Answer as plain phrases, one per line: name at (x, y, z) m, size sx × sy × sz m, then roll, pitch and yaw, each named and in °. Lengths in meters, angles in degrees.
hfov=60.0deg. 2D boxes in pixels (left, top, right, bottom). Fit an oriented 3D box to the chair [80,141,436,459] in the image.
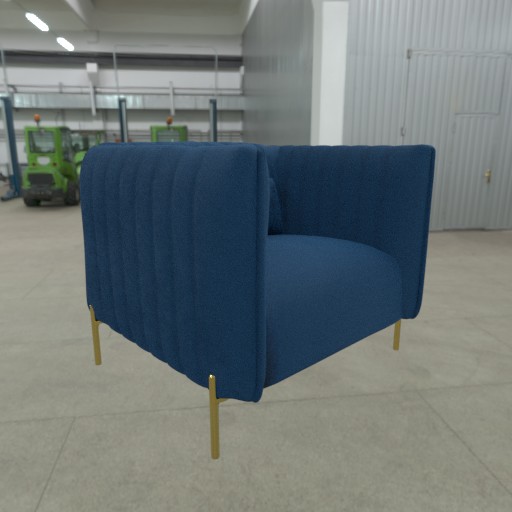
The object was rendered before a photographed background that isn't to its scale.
chair at (0.000, 0.000, 1.573) m, size 0.947 × 0.793 × 0.877 m, roll -13°, pitch 19°, yaw -42°
